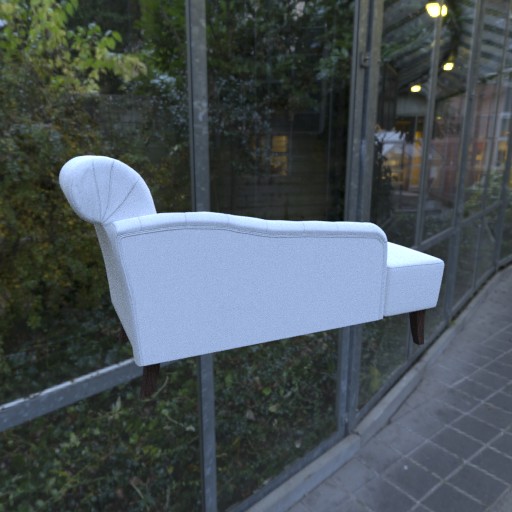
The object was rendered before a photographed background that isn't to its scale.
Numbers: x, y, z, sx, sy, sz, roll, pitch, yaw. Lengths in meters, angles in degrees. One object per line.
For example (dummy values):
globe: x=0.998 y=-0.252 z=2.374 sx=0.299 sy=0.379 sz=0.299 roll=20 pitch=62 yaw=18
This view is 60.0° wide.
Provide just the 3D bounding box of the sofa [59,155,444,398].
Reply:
sofa: x=0.000 y=0.000 z=1.780 sx=1.379 sy=0.787 sz=0.675 roll=-6 pitch=14 yaw=-24
